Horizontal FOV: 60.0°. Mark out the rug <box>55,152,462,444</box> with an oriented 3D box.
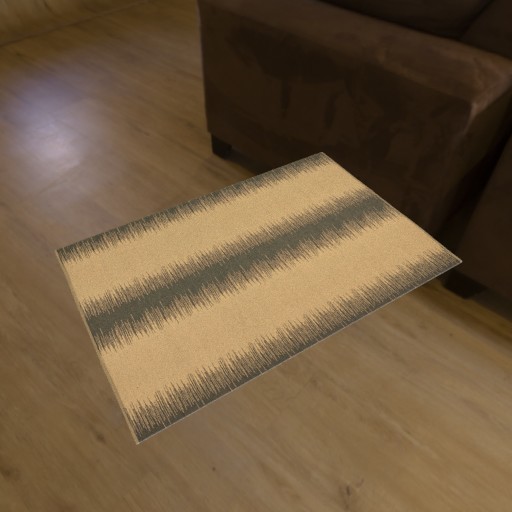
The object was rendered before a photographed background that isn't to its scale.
[{"bbox_3d":[0.000,0.000,2.406,1.854,0.006,1.234,-24,51,-21],"label":"rug"}]
